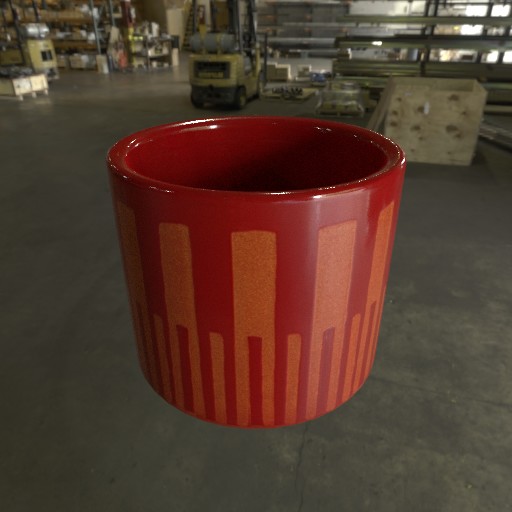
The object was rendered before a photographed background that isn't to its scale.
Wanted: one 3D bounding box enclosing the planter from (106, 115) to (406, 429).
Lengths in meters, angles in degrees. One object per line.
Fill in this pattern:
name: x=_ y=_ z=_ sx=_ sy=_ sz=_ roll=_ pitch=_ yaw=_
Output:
planter: x=0.000 y=0.000 z=0.398 sx=0.230 sy=0.202 sz=0.230 roll=0 pitch=29 yaw=0
